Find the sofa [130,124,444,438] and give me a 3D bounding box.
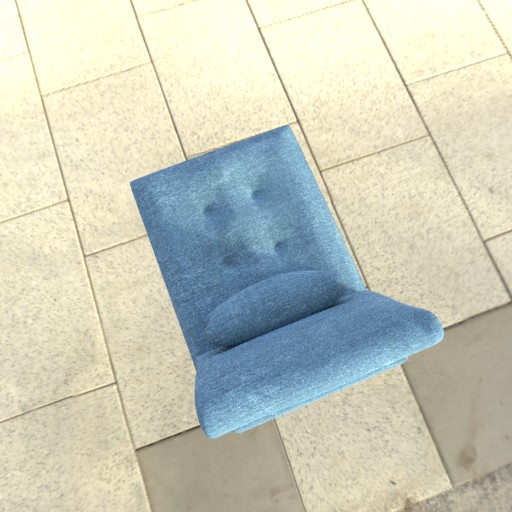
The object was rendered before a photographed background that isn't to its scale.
[{"bbox_3d":[0.000,0.000,1.572,0.700,0.820,1.000,-21,77,-5],"label":"sofa"}]
